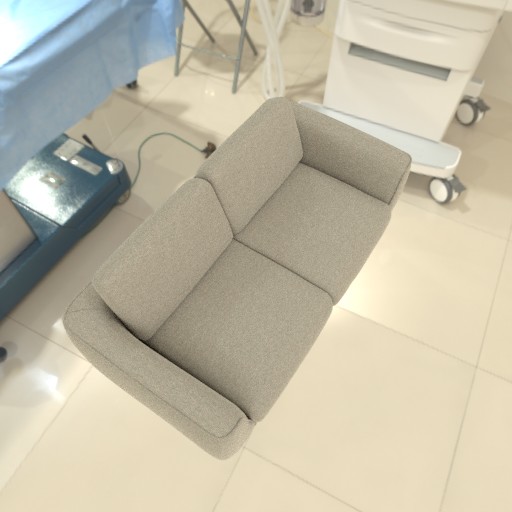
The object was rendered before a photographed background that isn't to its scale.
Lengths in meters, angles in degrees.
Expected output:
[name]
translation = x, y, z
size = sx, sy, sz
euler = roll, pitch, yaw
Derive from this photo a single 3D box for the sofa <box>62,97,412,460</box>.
[sofa]
translation = 0.000, 0.000, 2.188
size = 0.920, 0.850, 1.700
euler = 30, 63, 17
